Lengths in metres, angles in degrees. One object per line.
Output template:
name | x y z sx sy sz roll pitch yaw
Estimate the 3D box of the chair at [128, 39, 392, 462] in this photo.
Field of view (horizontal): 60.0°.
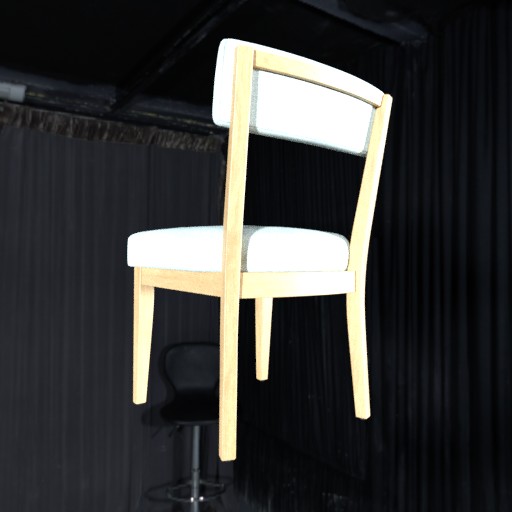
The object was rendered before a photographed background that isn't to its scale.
chair | 0.000 0.000 1.163 0.508 0.832 0.572 1 -1 -36
